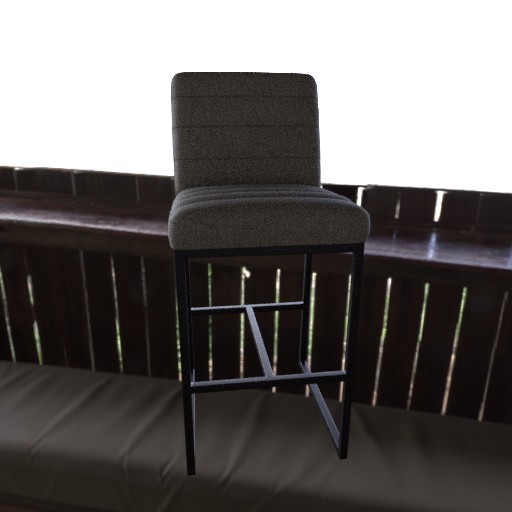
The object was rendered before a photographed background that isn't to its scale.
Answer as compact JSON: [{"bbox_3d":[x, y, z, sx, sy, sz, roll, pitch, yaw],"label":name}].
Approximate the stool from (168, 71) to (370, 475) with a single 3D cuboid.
[{"bbox_3d":[0.000,0.000,1.285,0.459,1.034,0.571,-2,18,-8],"label":"stool"}]
